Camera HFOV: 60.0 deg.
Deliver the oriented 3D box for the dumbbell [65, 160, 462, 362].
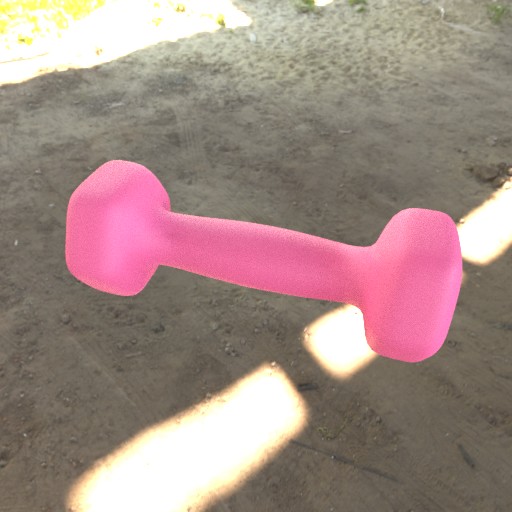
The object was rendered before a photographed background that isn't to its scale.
[{"bbox_3d":[0.000,0.000,0.175,0.146,0.053,0.058,11,43,12],"label":"dumbbell"}]
